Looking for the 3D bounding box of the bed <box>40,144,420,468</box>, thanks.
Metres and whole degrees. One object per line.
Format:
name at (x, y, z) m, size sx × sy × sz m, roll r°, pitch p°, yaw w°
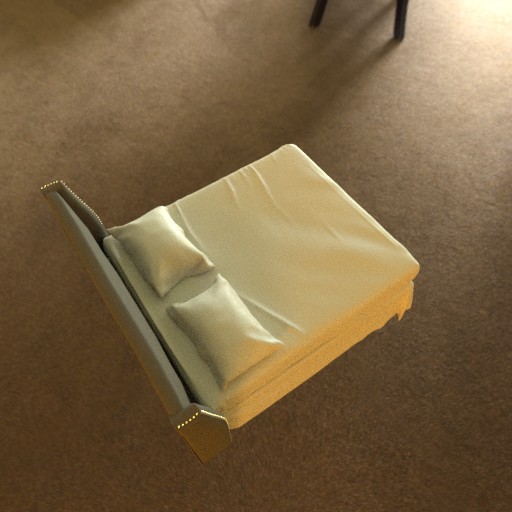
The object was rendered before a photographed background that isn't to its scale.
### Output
bed at (0.000, 0.000, 3.453) m, size 2.276 × 1.332 × 1.925 m, roll -30°, pitch 63°, yaw -18°
